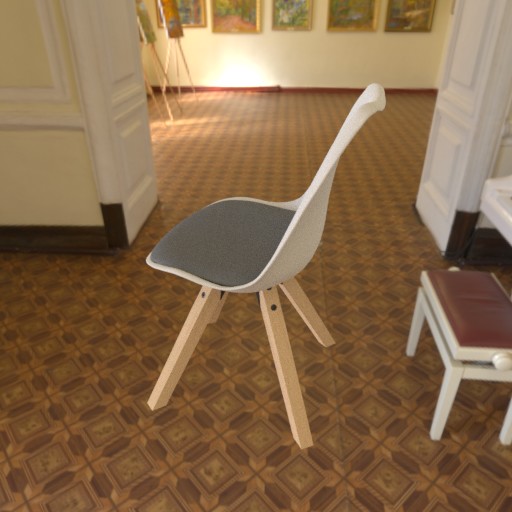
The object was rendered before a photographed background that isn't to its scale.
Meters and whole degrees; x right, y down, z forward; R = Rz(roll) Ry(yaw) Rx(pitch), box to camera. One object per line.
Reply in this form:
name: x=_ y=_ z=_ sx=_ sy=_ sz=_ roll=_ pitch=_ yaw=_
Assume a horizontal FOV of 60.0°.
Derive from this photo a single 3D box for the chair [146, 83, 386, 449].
chair: x=0.000 y=0.000 z=1.172 sx=0.550 sy=0.850 sz=0.485 roll=9 pitch=31 yaw=14
